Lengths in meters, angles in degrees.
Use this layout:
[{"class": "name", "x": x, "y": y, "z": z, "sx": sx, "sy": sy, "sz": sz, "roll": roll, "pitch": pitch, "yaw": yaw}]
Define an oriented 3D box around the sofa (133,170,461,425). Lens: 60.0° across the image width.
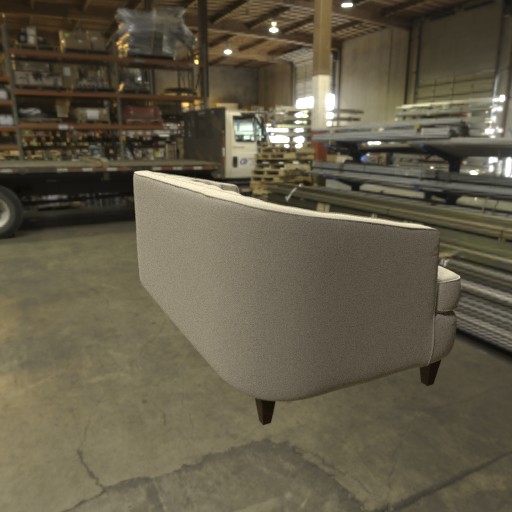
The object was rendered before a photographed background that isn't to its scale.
[{"class": "sofa", "x": 0.000, "y": 0.000, "z": 2.225, "sx": 0.941, "sy": 0.855, "sz": 1.733, "roll": -8, "pitch": 17, "yaw": -26}]
